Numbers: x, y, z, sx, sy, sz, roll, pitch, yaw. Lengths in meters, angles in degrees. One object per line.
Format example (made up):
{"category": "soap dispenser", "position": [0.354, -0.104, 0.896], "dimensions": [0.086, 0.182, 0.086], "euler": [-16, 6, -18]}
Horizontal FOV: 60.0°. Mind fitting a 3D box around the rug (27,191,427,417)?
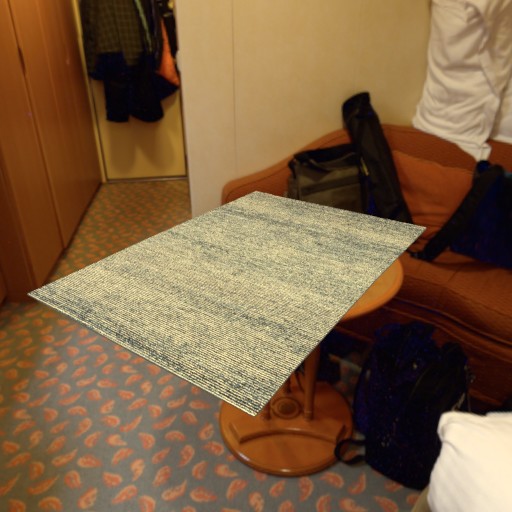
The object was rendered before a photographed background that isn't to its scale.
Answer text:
{"category": "rug", "position": [0.000, 0.000, 3.020], "dimensions": [1.624, 0.030, 2.349], "euler": [17, 31, 31]}
